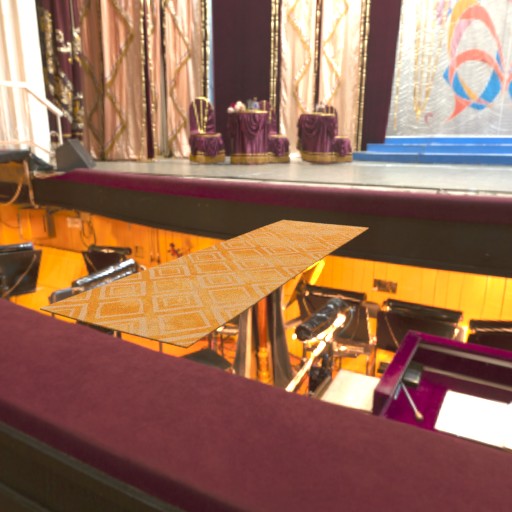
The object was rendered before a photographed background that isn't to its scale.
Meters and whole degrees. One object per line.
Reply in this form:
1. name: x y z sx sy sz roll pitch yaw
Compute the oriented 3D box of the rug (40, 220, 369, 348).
1. rug: 0.000 0.000 2.719 0.775 0.010 2.438 8 16 27
